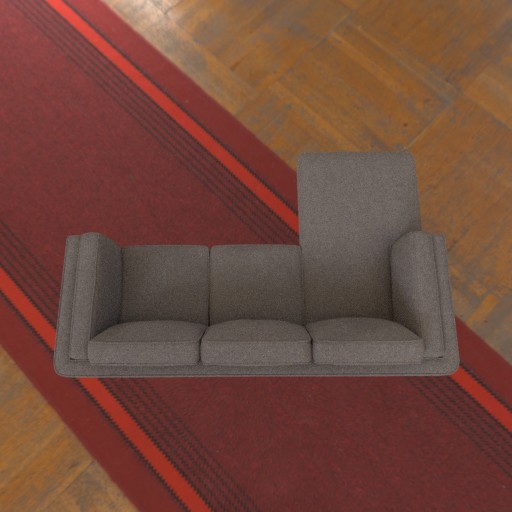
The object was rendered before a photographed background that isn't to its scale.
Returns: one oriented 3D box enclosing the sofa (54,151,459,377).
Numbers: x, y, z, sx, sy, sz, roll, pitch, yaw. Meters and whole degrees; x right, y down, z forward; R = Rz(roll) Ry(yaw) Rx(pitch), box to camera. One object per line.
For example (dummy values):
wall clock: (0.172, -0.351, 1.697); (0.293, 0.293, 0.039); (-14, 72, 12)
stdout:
sofa: (0.000, 0.000, 3.054); (2.411, 0.929, 1.604); (0, 75, 0)
